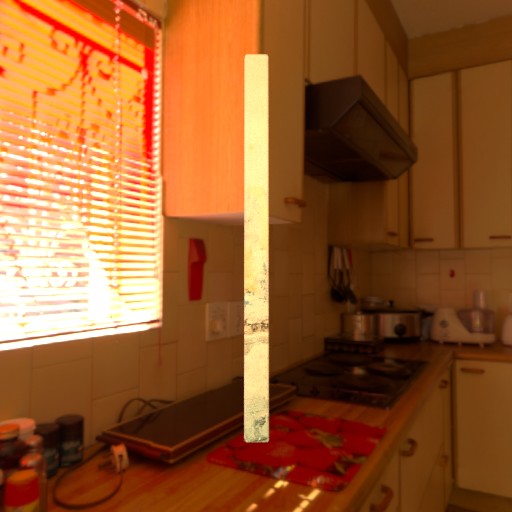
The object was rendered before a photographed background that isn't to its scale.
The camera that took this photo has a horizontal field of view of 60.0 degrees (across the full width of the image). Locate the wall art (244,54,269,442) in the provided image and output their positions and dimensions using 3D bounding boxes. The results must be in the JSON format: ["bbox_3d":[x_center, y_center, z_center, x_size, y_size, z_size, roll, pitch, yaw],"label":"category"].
[{"bbox_3d":[0.000,0.000,1.148,0.038,0.609,0.913,0,-2,0],"label":"wall art"}]
